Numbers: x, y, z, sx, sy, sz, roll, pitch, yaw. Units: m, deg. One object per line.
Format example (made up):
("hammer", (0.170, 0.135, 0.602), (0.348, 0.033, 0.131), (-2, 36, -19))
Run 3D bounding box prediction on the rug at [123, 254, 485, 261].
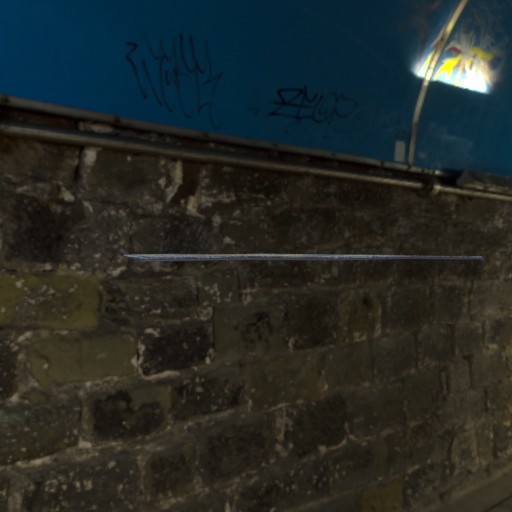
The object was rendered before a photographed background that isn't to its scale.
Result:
("rug", (0.000, 0.000, 4.883), (2.716, 0.035, 3.612), (0, 1, -18))
